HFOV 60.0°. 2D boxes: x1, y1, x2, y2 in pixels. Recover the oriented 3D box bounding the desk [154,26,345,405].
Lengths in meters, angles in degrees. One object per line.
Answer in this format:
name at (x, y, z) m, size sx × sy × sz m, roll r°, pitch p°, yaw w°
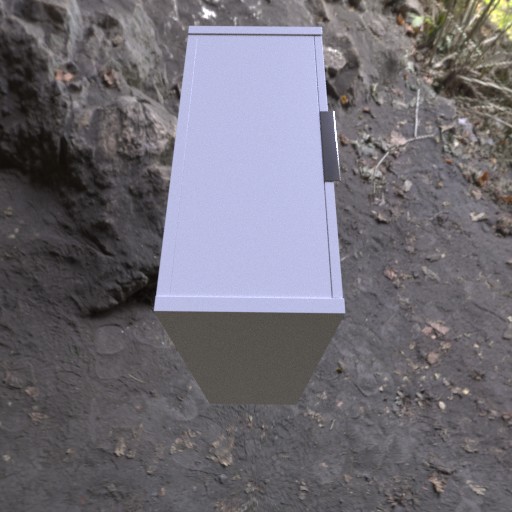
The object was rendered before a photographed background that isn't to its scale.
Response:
desk at (0.000, 0.000, 1.590) m, size 0.390 × 1.190 × 0.850 m, roll 1°, pitch 63°, yaw 0°
